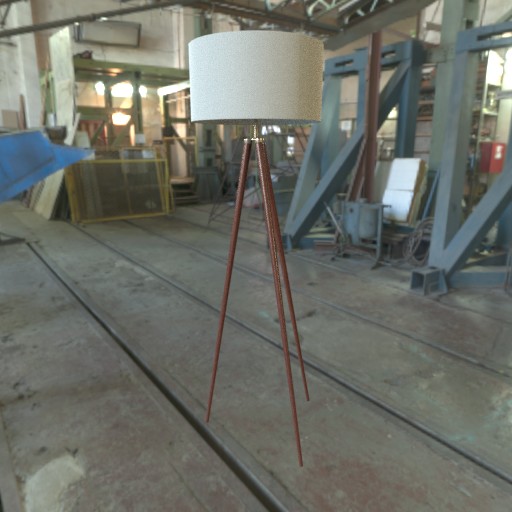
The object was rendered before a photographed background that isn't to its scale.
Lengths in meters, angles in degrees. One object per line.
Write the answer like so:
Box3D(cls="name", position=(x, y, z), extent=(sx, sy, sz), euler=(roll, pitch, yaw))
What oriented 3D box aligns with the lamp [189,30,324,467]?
Box3D(cls="lamp", position=(0.000, 0.000, 1.787), extent=(0.483, 1.553, 0.483), euler=(2, 14, 9))
